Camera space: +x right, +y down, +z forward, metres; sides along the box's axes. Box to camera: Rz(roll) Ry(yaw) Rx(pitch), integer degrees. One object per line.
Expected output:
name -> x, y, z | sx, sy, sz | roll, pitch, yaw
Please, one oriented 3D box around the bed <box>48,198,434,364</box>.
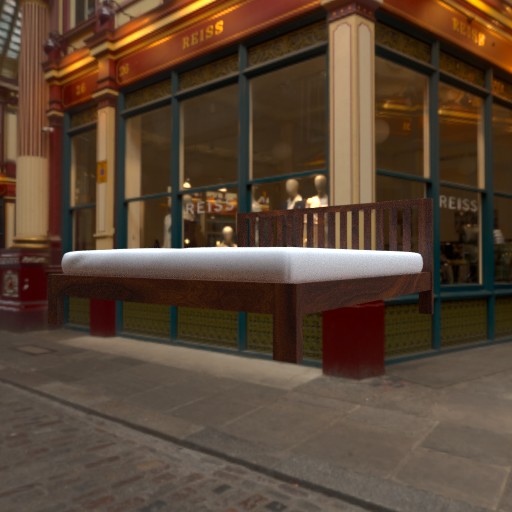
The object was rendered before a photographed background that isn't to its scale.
bed -> 0.000, 0.000, 3.171 | 1.905, 0.890, 2.030 | 0, -1, 36
